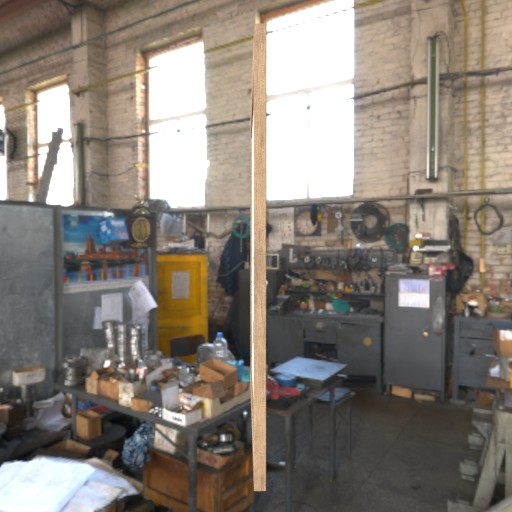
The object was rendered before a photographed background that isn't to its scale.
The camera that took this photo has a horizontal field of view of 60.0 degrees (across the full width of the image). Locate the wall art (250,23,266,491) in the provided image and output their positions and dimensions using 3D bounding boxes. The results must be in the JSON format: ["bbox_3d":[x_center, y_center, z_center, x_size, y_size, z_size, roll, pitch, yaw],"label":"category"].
[{"bbox_3d":[0.000,0.000,0.917,0.018,0.686,0.534,0,1,-1],"label":"wall art"}]
